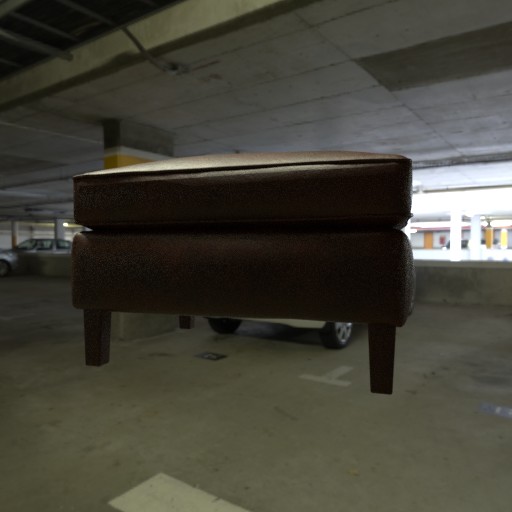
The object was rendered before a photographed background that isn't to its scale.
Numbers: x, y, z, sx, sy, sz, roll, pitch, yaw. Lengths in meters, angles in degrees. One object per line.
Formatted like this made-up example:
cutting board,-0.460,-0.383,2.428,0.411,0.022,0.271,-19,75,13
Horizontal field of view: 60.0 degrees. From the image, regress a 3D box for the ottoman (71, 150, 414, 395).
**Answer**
ottoman,0.000,0.000,1.005,0.665,0.432,0.501,0,2,17
